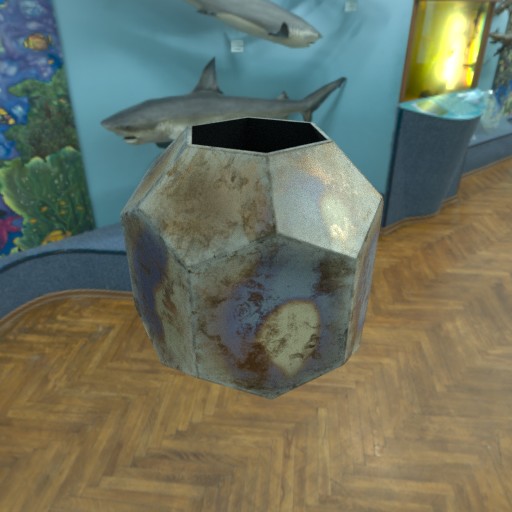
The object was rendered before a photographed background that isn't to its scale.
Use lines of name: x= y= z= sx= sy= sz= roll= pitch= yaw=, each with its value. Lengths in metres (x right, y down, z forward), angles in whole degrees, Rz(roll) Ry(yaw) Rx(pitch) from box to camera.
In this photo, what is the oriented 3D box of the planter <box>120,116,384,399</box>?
planter: x=0.000 y=0.000 z=0.431 sx=0.221 sy=0.238 sz=0.243 roll=-20 pitch=35 yaw=-32
